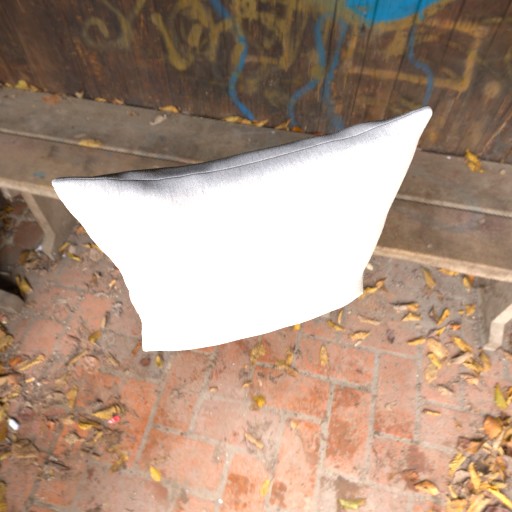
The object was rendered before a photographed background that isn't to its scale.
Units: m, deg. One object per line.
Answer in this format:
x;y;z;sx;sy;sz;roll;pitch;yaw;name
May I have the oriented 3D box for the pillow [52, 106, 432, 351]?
0.000;0.000;0.664;0.433;0.436;0.173;-13;59;-8;pillow
